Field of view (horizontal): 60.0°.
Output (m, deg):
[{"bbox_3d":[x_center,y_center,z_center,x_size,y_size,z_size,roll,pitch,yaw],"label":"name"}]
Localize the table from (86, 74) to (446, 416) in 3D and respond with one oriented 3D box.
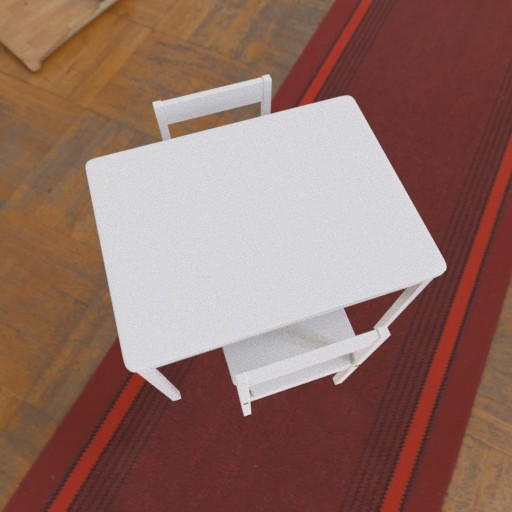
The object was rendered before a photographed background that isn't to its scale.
[{"bbox_3d":[0.000,0.000,1.130,0.650,0.503,0.672,-16,66,-8],"label":"table"}]
